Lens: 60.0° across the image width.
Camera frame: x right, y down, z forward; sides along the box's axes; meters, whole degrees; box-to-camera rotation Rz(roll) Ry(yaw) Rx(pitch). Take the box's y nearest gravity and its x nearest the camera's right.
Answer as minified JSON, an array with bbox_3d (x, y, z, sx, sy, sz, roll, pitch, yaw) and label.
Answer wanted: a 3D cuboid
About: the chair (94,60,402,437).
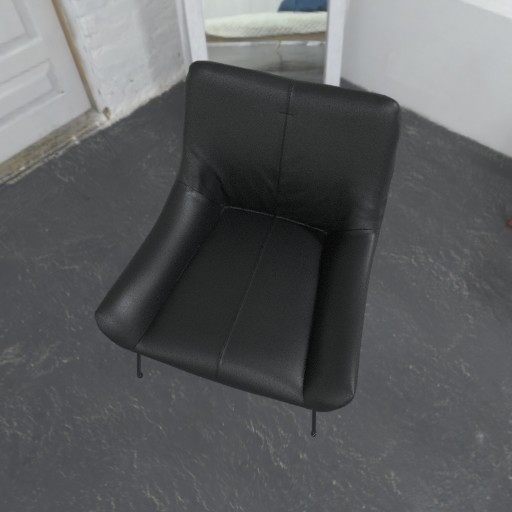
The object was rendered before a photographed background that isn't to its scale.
[{"bbox_3d":[0.000,0.000,1.534,0.836,0.922,0.826,15,58,10],"label":"chair"}]
